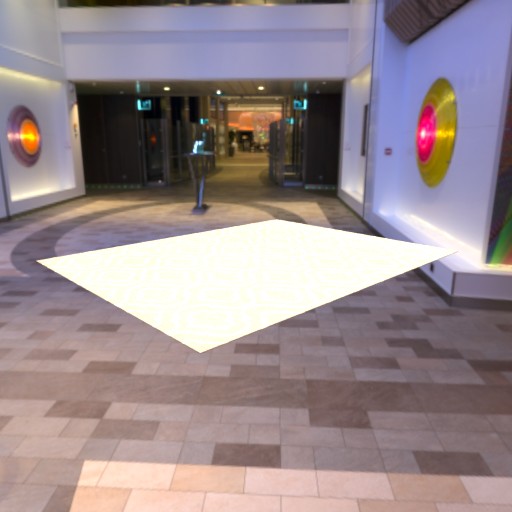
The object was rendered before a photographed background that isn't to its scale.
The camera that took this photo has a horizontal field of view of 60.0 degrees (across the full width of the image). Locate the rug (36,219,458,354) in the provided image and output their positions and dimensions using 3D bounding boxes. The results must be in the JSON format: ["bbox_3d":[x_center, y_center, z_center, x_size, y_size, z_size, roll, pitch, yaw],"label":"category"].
[{"bbox_3d":[0.000,0.000,3.863,2.892,0.006,2.283,-14,20,-42],"label":"rug"}]
